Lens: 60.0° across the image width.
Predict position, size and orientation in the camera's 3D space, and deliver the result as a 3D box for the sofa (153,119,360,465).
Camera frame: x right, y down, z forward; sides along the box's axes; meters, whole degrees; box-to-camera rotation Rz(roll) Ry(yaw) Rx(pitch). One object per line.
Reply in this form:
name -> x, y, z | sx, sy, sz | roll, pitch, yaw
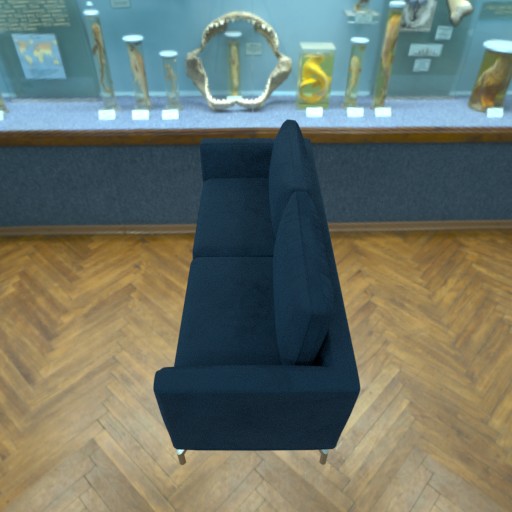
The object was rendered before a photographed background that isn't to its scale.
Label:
sofa -> 0.000, 0.000, 2.768 | 0.853, 0.998, 2.212 | 0, 41, 0
